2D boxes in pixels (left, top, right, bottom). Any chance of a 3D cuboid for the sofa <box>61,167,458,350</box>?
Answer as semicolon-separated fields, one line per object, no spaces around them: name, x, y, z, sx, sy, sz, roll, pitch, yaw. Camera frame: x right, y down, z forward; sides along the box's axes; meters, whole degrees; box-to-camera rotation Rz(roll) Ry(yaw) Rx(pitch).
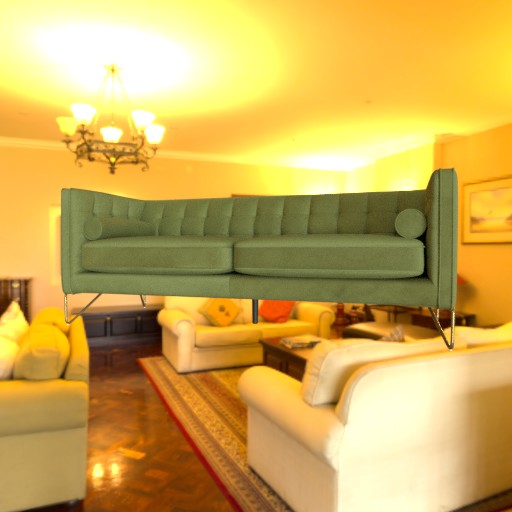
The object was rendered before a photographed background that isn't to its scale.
sofa;0.000;0.000;2.578;2.087;0.789;0.867;0;1;19
